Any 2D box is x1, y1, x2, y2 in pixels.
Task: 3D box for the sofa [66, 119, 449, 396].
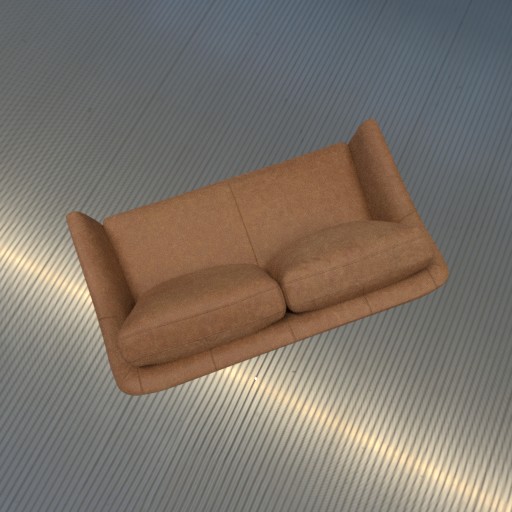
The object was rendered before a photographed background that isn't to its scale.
[{"bbox_3d":[0.000,0.000,2.215,1.619,0.902,0.960,-19,75,-5],"label":"sofa"}]
